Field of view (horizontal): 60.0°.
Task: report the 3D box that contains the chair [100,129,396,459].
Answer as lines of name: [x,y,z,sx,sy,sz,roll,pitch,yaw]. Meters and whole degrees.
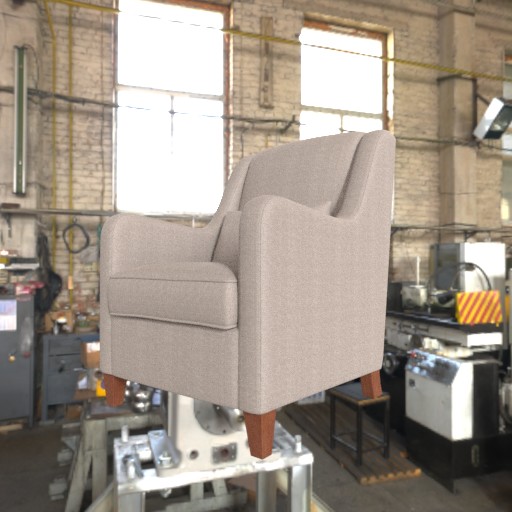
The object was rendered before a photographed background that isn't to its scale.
chair: [0.000,0.000,1.609,0.715,1.017,0.890,-1,-1,39]
